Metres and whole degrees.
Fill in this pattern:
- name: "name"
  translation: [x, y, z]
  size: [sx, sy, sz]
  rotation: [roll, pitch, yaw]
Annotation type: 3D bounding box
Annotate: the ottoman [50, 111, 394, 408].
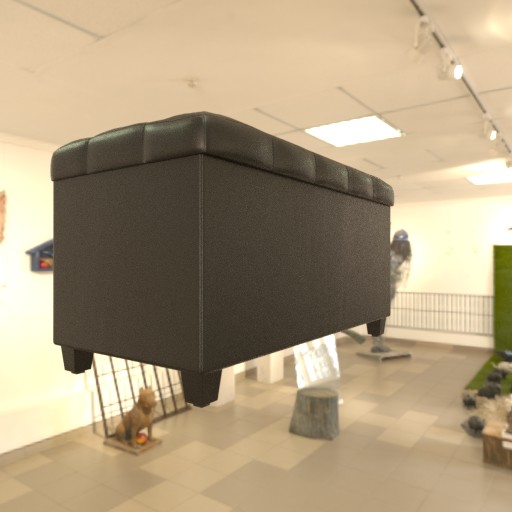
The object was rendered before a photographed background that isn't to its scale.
- name: "ottoman"
  translation: [0.000, 0.000, 1.093]
  size: [0.432, 0.470, 0.838]
  rotation: [0, 0, 36]
